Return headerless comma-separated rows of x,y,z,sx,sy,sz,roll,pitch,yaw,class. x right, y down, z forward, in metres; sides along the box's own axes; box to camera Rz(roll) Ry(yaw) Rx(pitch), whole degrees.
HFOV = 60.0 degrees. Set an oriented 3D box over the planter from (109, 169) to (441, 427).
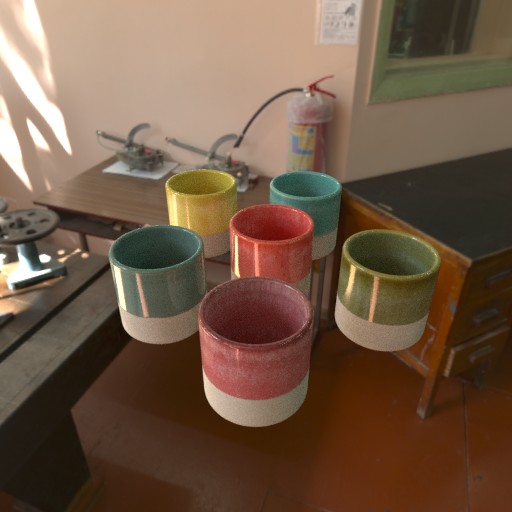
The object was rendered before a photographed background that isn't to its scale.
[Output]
0.000,0.000,0.413,0.257,0.075,0.286,-21,37,-30,planter
